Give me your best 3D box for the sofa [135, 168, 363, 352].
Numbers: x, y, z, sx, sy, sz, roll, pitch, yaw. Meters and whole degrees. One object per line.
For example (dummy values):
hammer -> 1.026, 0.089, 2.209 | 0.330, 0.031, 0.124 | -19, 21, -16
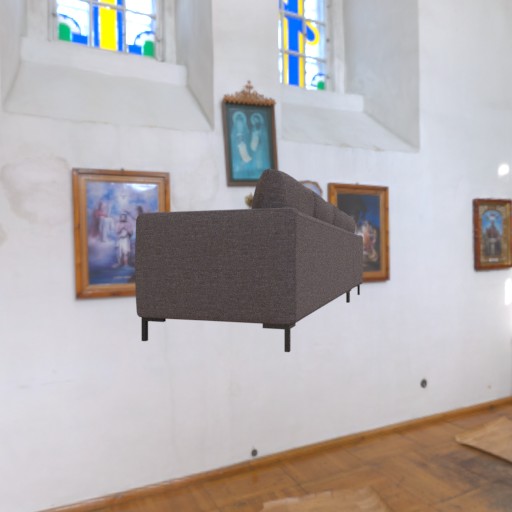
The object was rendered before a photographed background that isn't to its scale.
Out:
sofa -> 0.000, 0.000, 3.194 | 1.258, 0.754, 2.731 | 0, 0, 19
